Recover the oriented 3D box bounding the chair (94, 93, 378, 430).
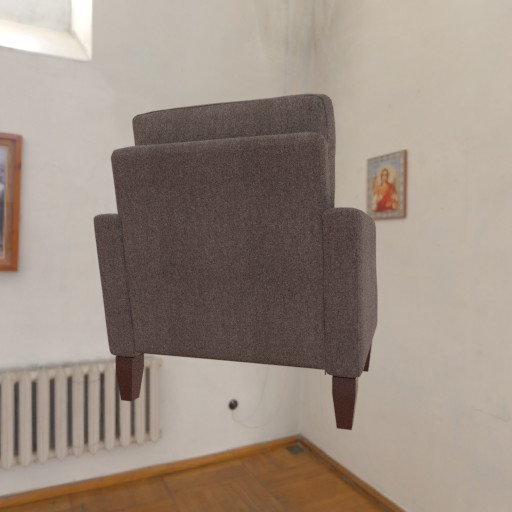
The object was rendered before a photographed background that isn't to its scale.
[{"bbox_3d":[0.000,0.000,1.684,0.855,0.993,0.897,0,2,18],"label":"chair"}]
